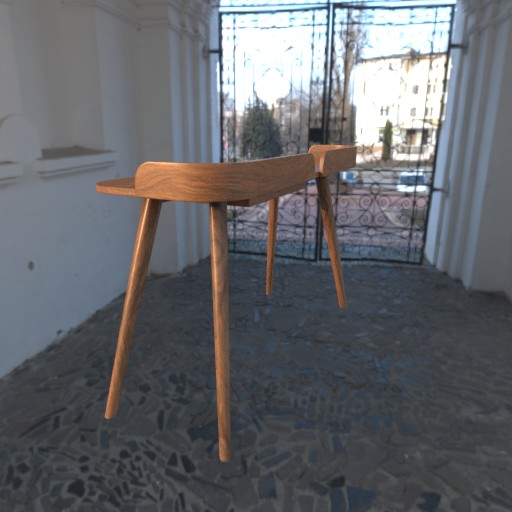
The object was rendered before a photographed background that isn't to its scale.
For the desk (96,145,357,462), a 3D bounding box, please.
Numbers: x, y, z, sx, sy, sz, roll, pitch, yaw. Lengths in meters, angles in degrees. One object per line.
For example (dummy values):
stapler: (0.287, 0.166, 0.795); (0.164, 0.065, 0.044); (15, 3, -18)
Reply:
desk: (0.000, 0.000, 1.724); (0.486, 0.800, 1.256); (8, 18, 25)
